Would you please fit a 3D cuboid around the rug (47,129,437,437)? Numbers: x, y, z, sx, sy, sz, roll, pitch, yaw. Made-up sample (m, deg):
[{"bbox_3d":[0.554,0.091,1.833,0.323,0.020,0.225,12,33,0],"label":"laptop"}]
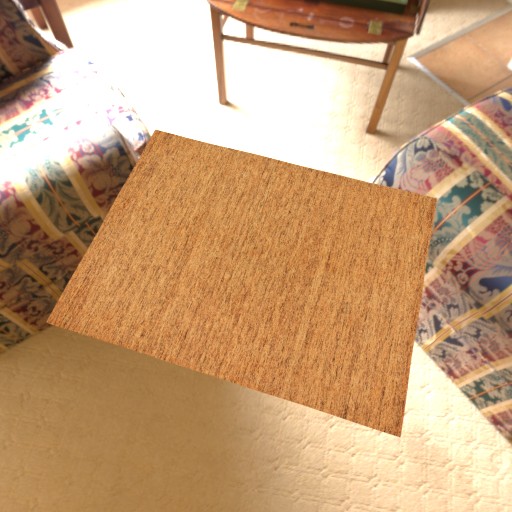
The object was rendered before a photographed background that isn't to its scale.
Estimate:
[{"bbox_3d":[0.000,0.000,4.317,3.200,0.012,2.438,16,63,8],"label":"rug"}]
